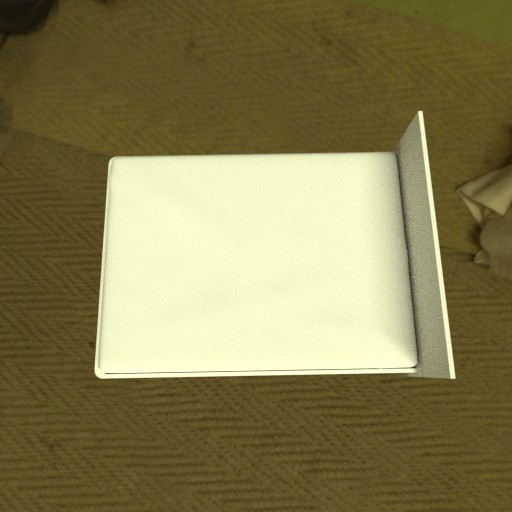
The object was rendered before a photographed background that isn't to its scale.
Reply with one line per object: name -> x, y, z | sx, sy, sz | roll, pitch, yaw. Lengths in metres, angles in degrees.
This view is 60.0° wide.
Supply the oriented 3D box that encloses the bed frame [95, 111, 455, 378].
bed frame -> 0.000, 0.000, 2.762 | 1.950, 0.800, 1.490 | -1, 76, 0
